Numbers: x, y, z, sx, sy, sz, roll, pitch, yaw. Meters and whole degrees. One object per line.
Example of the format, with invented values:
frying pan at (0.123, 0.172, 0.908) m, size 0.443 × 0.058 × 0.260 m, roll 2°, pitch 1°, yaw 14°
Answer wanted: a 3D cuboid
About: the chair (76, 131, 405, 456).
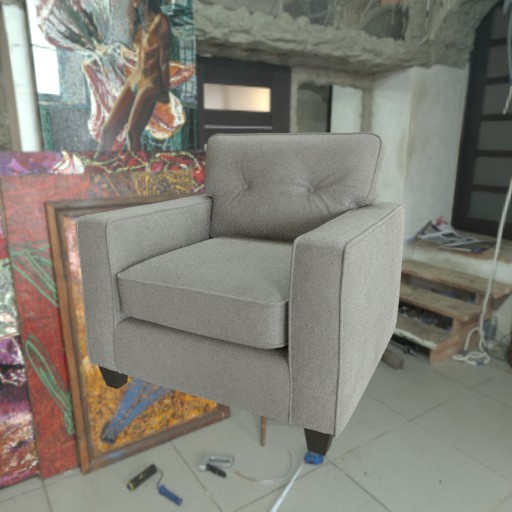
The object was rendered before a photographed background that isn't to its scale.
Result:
chair at (0.000, 0.000, 1.777) m, size 1.015 × 0.965 × 0.939 m, roll 7°, pitch 16°, yaw 26°
